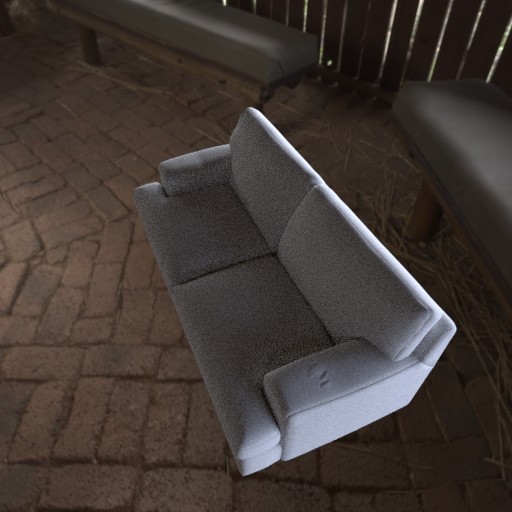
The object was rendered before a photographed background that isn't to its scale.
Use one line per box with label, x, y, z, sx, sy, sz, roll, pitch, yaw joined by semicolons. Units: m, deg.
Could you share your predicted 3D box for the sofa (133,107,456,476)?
sofa;0.000;0.000;2.826;1.143;0.940;2.261;-17;48;-16
